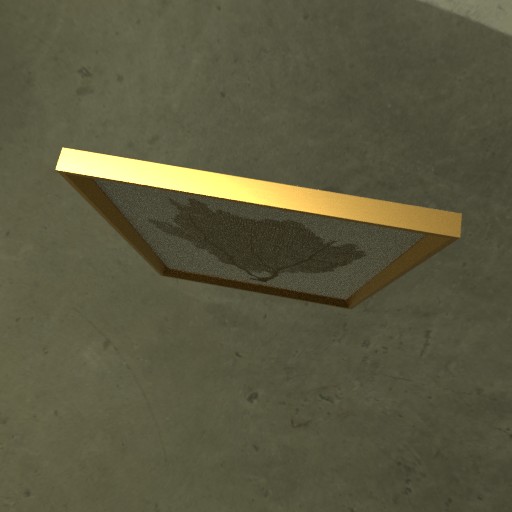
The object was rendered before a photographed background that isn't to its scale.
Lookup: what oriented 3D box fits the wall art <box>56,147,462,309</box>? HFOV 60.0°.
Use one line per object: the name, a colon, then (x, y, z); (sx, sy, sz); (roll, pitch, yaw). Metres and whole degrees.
wall art: (0.000, 0.000, 1.030); (0.610, 0.762, 0.038); (10, 76, 3)
